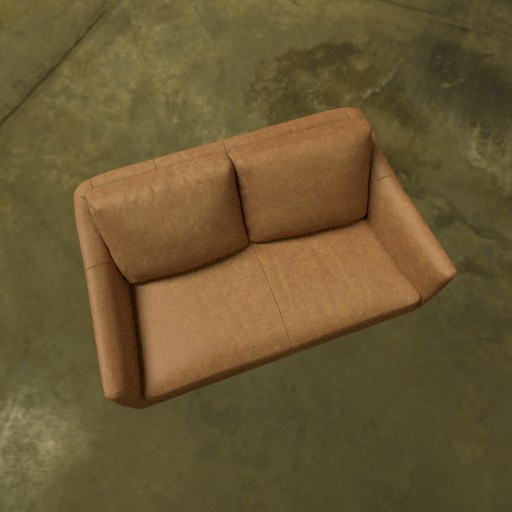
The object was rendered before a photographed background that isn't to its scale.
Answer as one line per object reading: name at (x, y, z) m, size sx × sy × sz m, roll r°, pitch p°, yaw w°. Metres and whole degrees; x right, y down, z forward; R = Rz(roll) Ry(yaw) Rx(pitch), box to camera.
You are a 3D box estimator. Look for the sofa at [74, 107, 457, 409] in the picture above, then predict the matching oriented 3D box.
sofa at (0.000, 0.000, 2.202) m, size 1.619 × 0.902 × 0.960 m, roll -18°, pitch 65°, yaw -9°
